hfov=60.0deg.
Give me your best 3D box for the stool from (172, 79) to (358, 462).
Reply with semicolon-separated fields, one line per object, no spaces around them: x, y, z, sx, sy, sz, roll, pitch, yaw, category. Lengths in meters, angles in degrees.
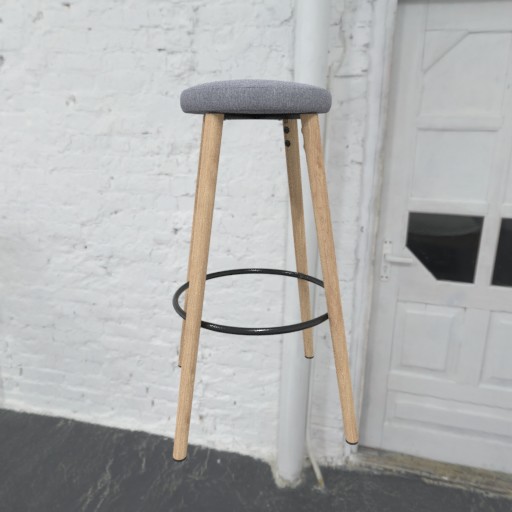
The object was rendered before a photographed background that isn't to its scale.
0.000;0.000;1.044;0.410;0.770;0.410;-2;17;-8;stool
